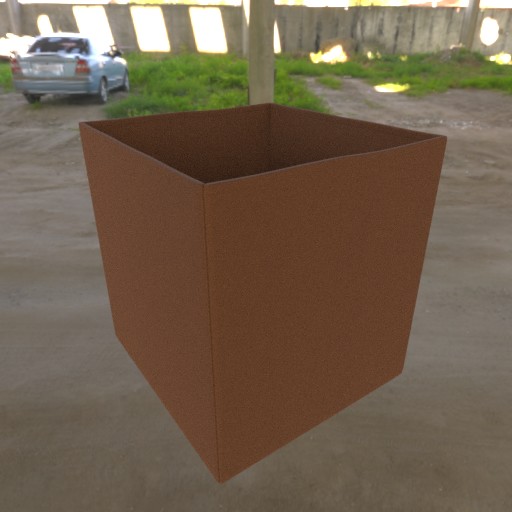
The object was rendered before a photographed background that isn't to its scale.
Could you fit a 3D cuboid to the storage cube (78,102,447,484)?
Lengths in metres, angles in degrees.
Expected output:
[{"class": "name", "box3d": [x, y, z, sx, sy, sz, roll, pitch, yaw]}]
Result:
[{"class": "storage cube", "box3d": [0.000, 0.000, 0.495, 0.270, 0.280, 0.270, -18, 32, -31]}]
